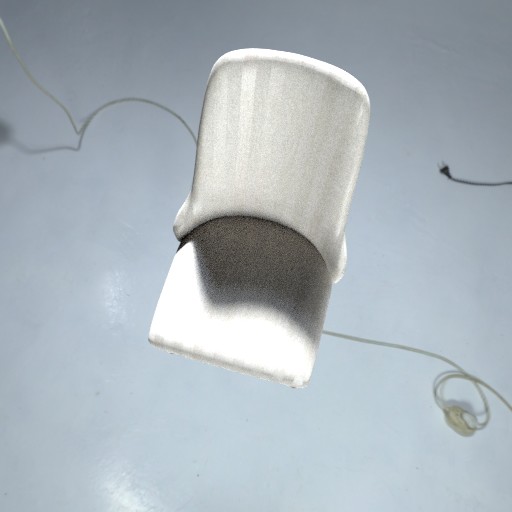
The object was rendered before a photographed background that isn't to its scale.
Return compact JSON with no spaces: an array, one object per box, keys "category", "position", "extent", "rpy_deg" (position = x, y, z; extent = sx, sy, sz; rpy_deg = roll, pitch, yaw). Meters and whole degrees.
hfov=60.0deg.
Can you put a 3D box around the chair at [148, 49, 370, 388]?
[{"category":"chair","position":[0.000,0.000,1.299],"extent":[0.526,0.917,0.684],"rpy_deg":[15,76,4]}]
